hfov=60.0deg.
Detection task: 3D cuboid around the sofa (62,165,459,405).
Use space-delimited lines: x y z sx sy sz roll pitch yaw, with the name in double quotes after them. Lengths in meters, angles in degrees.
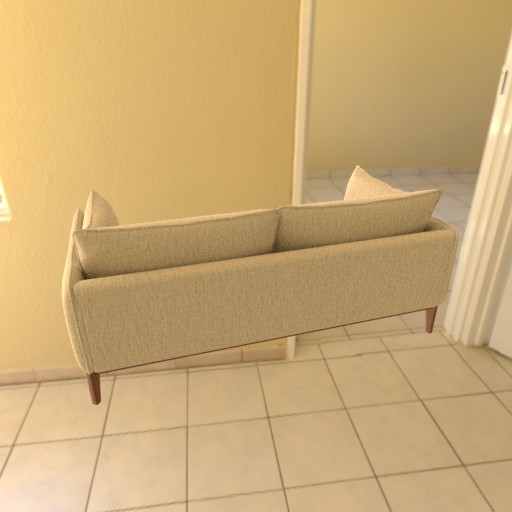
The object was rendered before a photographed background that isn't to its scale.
0.000 0.000 2.538 1.989 0.860 0.991 -8 28 -16 "sofa"
